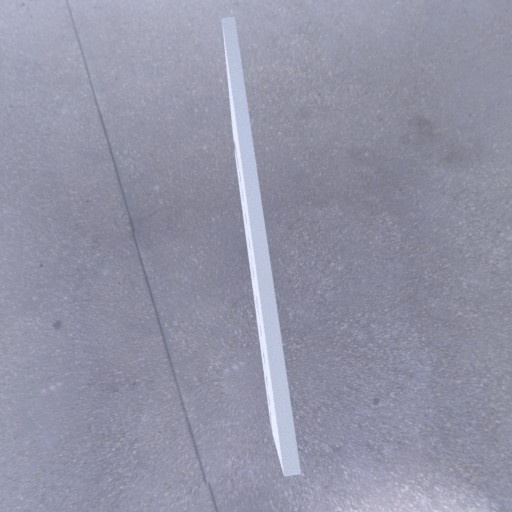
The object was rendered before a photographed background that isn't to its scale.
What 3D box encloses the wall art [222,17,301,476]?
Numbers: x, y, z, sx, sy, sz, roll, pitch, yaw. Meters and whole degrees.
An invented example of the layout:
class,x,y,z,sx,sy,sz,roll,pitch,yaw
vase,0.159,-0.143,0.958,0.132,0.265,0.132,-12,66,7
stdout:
class,x,y,z,sx,sy,sz,roll,pitch,yaw
wall art,0.000,0.000,1.424,0.038,0.767,1.144,-7,75,-2
